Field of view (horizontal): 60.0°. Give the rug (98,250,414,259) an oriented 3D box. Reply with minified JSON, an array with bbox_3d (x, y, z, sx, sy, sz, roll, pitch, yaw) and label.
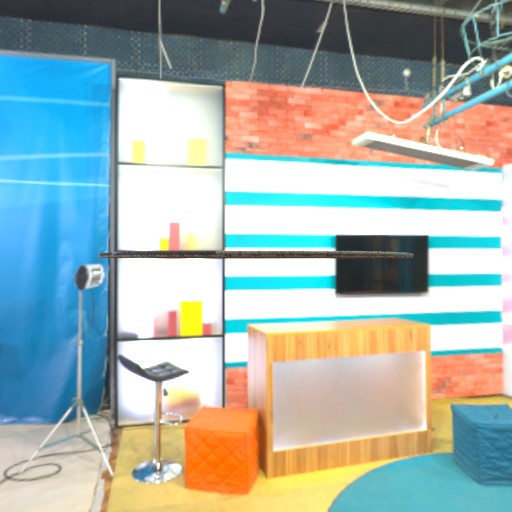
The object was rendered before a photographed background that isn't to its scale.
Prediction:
[{"bbox_3d":[0.000,0.000,3.667,2.461,0.033,2.461,0,-1,0],"label":"rug"}]
